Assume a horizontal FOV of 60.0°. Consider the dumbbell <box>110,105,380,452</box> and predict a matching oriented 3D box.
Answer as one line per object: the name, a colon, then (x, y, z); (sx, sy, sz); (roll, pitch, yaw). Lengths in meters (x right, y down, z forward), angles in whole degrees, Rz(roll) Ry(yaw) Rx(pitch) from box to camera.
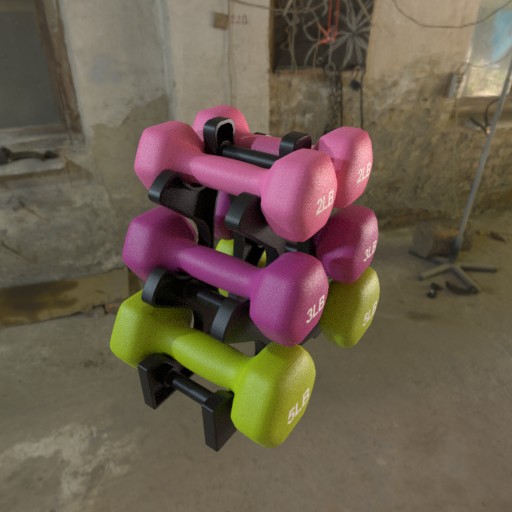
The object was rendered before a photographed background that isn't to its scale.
dumbbell: (0.000, 0.000, 0.447); (0.203, 0.261, 0.257); (21, 37, 29)
